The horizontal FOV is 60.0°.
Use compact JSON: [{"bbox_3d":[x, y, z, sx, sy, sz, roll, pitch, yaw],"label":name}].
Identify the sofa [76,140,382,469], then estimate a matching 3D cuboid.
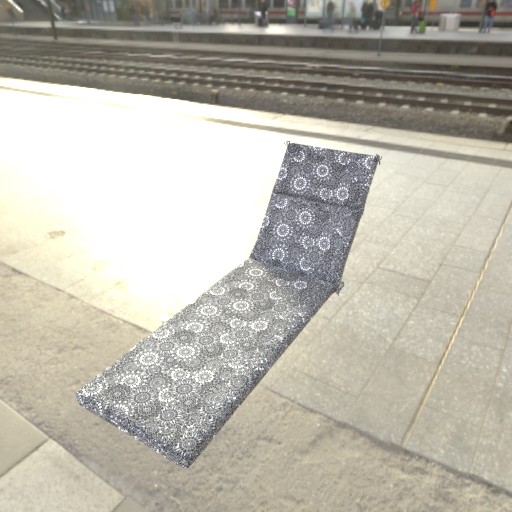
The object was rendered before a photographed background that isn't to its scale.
[{"bbox_3d":[0.000,0.000,1.963,0.582,0.622,1.663,17,33,27],"label":"sofa"}]
